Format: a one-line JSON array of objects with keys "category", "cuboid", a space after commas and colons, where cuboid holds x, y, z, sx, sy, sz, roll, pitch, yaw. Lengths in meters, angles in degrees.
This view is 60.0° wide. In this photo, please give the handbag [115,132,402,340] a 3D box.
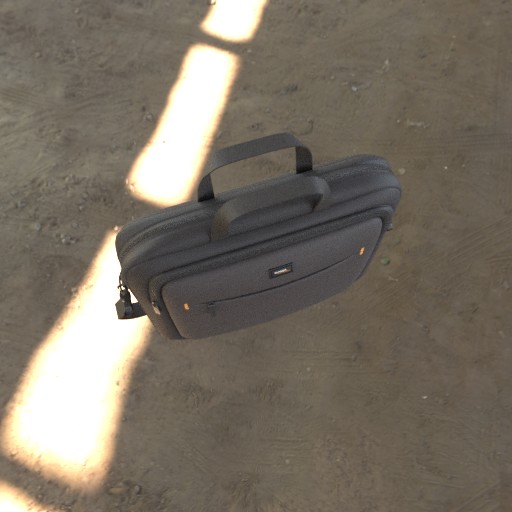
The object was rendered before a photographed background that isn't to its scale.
[{"category": "handbag", "cuboid": [0.000, 0.000, 0.588, 0.429, 0.330, 0.126, -17, 65, -8]}]
